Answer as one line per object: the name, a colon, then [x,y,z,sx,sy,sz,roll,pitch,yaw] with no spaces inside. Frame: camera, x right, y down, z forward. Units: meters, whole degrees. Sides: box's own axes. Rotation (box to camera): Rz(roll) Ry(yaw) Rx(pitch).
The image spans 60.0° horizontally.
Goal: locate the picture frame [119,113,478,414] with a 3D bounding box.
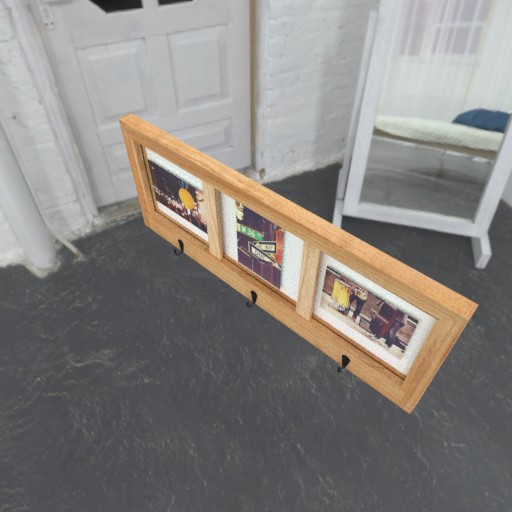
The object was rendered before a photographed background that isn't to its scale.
picture frame: [0.000,0.000,0.669,0.582,0.234,0.045,33,56,27]
